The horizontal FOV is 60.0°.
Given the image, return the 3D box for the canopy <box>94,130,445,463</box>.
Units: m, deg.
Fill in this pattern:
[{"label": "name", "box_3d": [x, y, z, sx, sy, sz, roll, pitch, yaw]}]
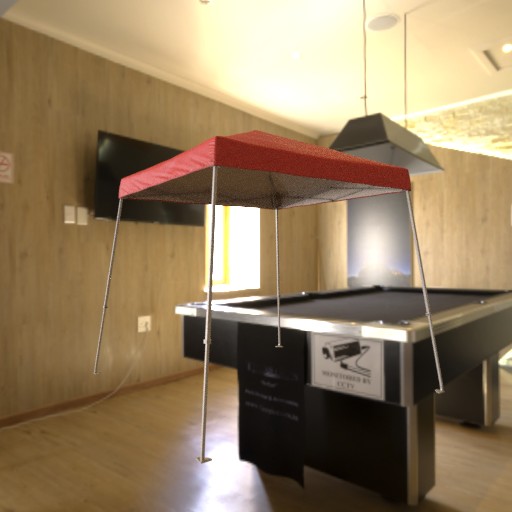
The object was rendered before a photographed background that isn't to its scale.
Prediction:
[{"label": "canopy", "box_3d": [0.000, 0.000, 6.344, 3.600, 3.600, 3.599, 0, 0, -34]}]
